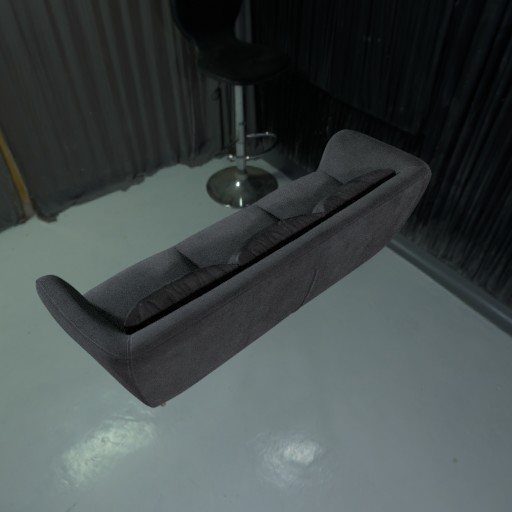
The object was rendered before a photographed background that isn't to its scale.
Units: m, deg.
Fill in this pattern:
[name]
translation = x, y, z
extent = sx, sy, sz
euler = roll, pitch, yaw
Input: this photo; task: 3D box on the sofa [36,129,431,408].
[sofa]
translation = 0.000, 0.000, 2.707
extent = 2.296, 0.875, 0.956
euler = -31, 53, -27
